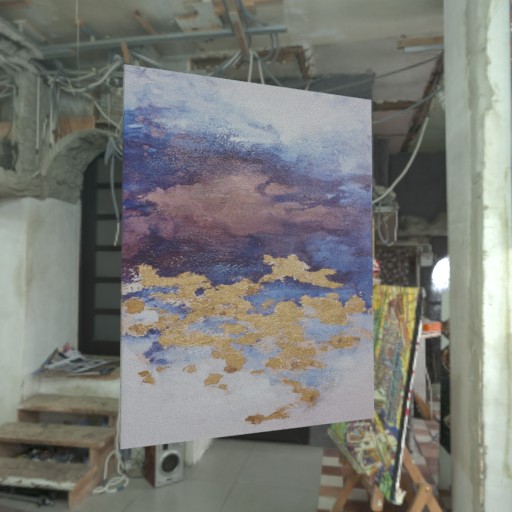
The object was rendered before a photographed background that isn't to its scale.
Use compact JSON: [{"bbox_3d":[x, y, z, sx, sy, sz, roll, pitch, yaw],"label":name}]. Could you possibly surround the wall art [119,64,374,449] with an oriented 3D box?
[{"bbox_3d":[0.000,0.000,0.754,0.437,0.581,0.036,1,-2,-19],"label":"wall art"}]
